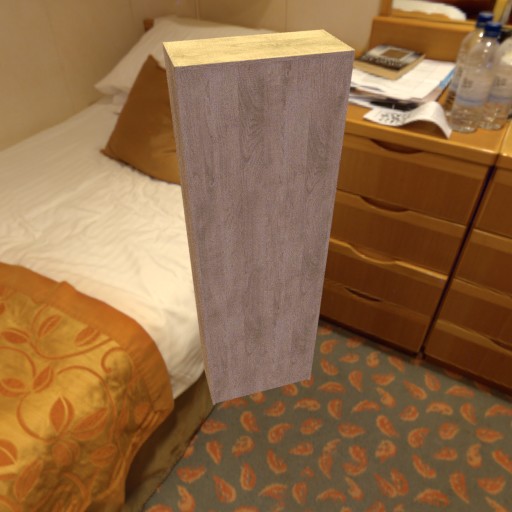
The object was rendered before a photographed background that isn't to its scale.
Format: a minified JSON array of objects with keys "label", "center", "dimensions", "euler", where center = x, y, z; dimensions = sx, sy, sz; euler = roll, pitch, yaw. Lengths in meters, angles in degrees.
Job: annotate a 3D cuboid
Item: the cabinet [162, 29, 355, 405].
[{"label":"cabinet","center":[0.000,0.000,1.833],"dimensions":[0.520,1.630,0.250],"euler":[-11,42,-12]}]
